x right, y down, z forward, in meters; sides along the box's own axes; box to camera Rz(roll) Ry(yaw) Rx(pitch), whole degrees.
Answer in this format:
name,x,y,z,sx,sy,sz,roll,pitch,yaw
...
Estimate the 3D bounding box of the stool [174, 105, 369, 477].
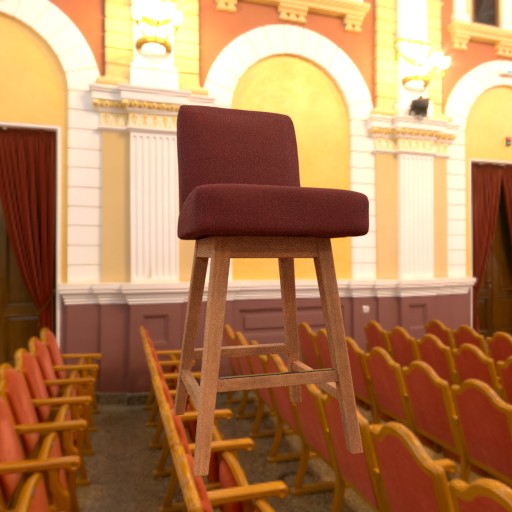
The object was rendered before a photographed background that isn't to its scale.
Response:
name,x,y,z,sx,sy,sz,roll,pitch,yaw
stool,0.000,0.000,1.332,0.468,1.038,0.562,0,0,-17
